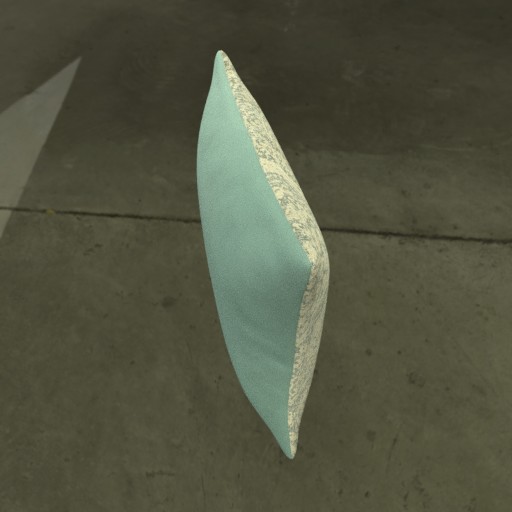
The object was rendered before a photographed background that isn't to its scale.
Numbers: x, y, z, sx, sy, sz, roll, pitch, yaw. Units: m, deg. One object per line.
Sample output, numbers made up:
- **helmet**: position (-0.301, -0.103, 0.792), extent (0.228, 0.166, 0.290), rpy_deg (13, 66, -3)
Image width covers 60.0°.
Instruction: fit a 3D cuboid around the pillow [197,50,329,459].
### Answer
- **pillow**: position (0.000, 0.000, 0.777), extent (0.166, 0.507, 0.526), rpy_deg (-9, 47, -9)
